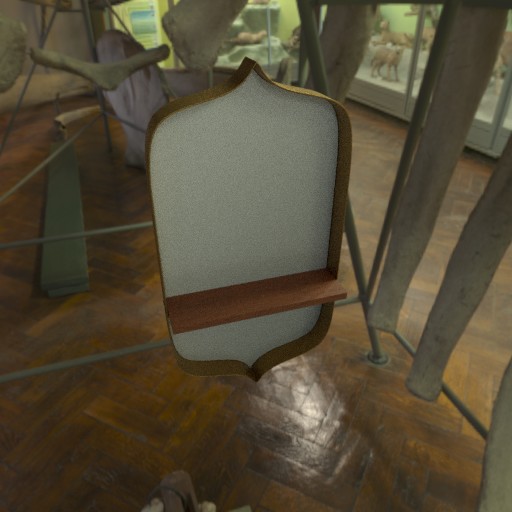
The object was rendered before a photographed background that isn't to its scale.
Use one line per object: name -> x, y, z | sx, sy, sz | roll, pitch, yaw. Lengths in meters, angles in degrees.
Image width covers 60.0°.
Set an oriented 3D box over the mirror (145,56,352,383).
mirror -> 0.000, 0.000, 0.754 | 0.323, 0.613, 0.096 | -10, 33, -15
